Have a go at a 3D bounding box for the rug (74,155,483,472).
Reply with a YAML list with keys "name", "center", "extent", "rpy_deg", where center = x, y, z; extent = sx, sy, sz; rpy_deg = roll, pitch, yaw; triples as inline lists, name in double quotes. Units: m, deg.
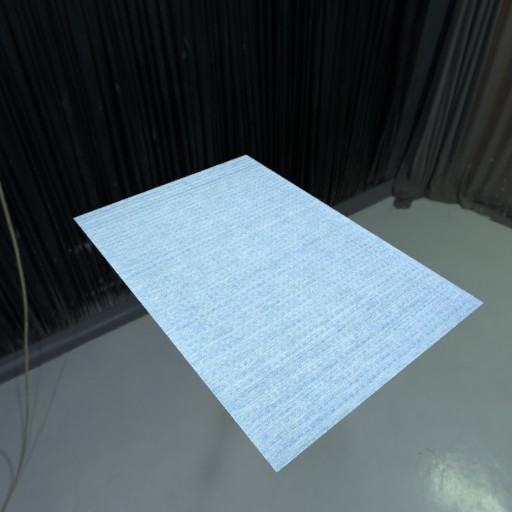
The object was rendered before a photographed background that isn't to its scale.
- name: "rug"
  center: [0.000, 0.000, 3.663]
  extent: [1.982, 0.006, 2.895]
  rpy_deg: [-27, 47, -28]
